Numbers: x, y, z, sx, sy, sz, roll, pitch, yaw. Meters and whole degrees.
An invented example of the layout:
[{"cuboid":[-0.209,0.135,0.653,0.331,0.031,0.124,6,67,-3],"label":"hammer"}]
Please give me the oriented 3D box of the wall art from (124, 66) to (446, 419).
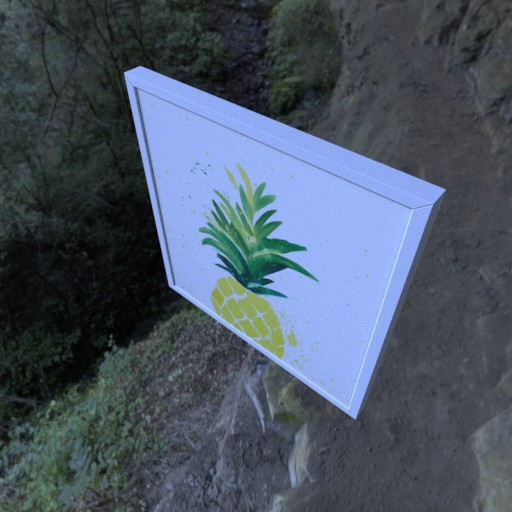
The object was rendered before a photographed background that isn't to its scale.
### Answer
[{"cuboid":[0.000,0.000,0.462,0.307,0.307,0.020,31,53,27],"label":"wall art"}]
